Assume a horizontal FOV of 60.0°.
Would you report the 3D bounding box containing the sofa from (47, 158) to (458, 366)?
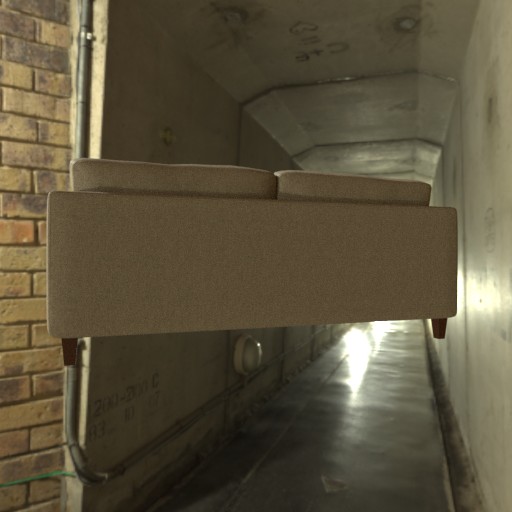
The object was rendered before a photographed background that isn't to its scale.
[{"bbox_3d":[0.000,0.000,2.679,2.208,0.963,0.956,0,0,-18],"label":"sofa"}]
